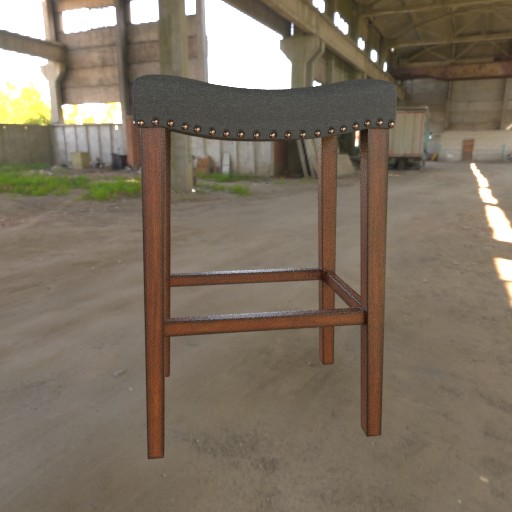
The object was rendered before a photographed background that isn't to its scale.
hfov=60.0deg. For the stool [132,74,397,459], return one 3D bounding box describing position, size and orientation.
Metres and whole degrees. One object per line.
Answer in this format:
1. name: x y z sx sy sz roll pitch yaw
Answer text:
1. stool: 0.000 0.000 1.021 0.502 0.748 0.366 -2 15 -8
